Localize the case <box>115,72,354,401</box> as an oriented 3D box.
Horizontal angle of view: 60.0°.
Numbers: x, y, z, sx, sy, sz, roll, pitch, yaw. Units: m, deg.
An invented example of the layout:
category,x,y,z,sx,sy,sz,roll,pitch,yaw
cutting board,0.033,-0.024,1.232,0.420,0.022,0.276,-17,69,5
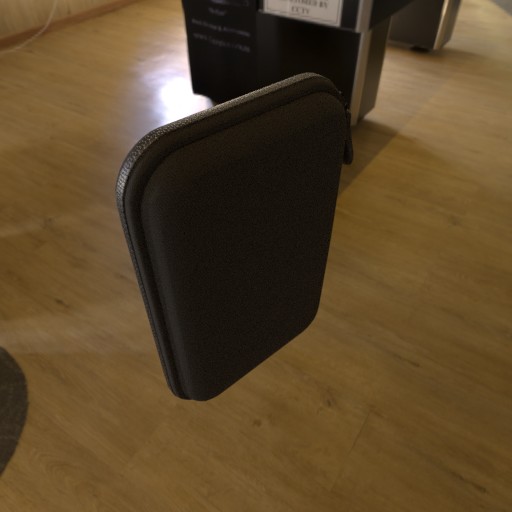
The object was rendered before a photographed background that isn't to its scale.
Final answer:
category,x,y,z,sx,sy,sz,roll,pitch,yaw
case,0.000,0.000,0.195,0.107,0.147,0.030,-31,53,-27
